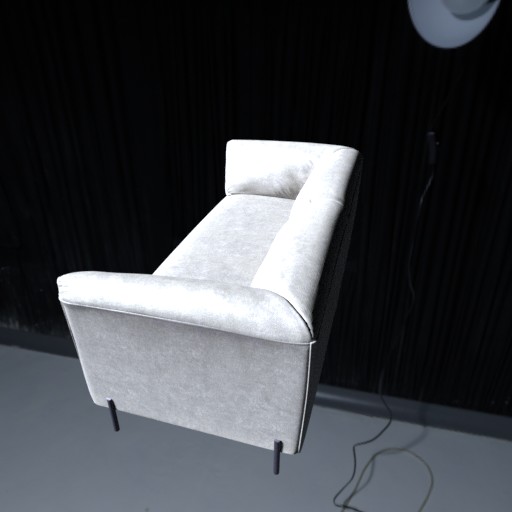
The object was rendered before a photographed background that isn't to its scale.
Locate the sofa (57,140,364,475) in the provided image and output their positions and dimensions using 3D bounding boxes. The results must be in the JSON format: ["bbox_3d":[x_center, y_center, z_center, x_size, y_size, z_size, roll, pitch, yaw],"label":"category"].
[{"bbox_3d":[0.000,0.000,2.311,0.905,0.747,1.878,8,31,14],"label":"sofa"}]
